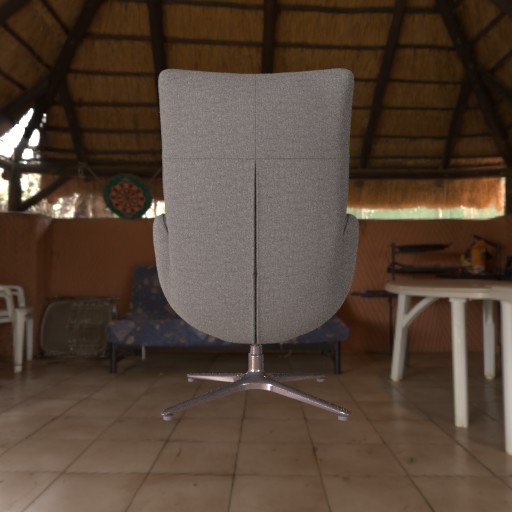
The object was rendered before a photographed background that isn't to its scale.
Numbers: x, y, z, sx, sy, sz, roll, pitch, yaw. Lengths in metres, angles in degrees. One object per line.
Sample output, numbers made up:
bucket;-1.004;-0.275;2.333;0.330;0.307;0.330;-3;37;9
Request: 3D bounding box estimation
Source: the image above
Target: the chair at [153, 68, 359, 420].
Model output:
chair;0.000;0.000;1.533;0.702;0.984;0.831;0;-2;0
